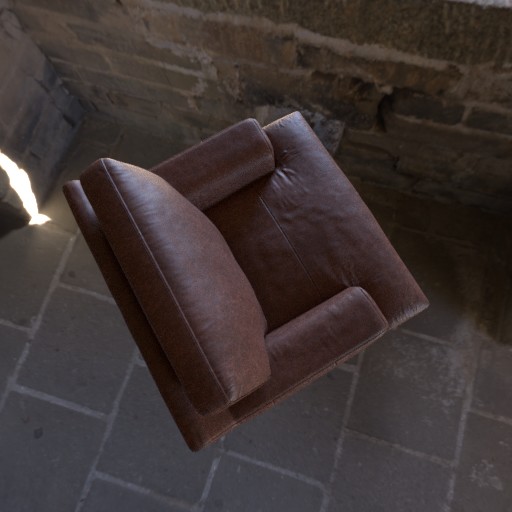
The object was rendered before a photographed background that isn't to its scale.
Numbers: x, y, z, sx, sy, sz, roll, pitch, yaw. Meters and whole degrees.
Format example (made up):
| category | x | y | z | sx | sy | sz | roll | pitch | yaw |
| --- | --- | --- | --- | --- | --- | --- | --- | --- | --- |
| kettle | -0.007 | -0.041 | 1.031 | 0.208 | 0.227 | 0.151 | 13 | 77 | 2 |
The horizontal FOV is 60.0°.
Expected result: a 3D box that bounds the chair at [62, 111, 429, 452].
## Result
| category | x | y | z | sx | sy | sz | roll | pitch | yaw |
| --- | --- | --- | --- | --- | --- | --- | --- | --- | --- |
| chair | 0.000 | 0.000 | 1.939 | 1.143 | 0.939 | 1.168 | -29 | 76 | -8 |
